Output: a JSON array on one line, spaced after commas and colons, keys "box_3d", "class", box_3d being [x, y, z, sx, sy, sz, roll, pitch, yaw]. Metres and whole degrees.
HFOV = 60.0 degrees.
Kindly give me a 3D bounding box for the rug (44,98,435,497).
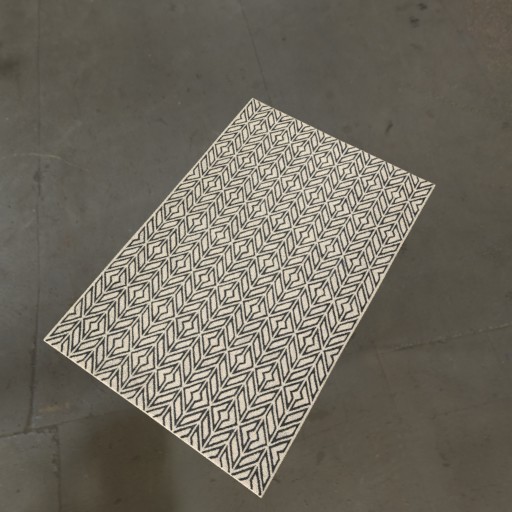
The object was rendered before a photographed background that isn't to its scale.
[{"box_3d": [0.000, 0.000, 2.290, 1.220, 0.007, 1.828, 30, 68, 14], "class": "rug"}]
